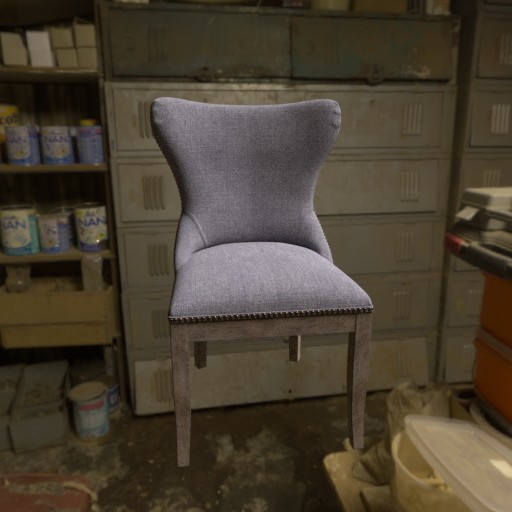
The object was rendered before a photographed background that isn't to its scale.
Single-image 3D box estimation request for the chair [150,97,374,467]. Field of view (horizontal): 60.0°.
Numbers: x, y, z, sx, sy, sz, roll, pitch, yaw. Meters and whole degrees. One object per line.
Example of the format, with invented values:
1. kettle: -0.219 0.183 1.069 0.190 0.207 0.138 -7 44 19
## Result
1. chair: 0.000 0.000 1.443 0.654 1.002 0.681 -2 15 -8
